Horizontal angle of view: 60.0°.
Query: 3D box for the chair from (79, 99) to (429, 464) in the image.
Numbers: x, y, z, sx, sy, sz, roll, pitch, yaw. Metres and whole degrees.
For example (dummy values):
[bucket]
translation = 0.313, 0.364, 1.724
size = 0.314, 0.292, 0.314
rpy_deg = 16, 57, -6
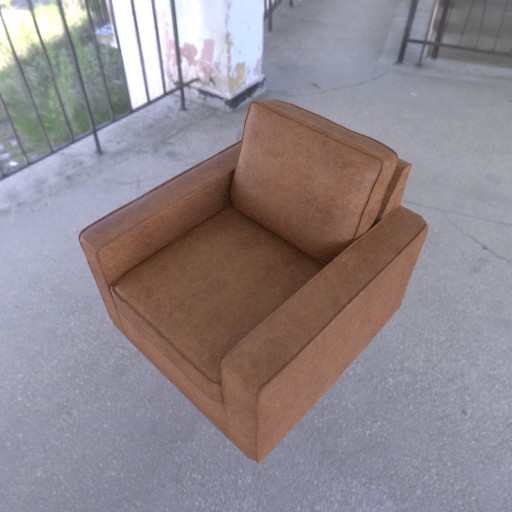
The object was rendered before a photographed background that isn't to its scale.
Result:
[chair]
translation = 0.000, 0.000, 1.770
size = 0.987, 0.901, 1.027
rpy_deg = 32, 54, 27
